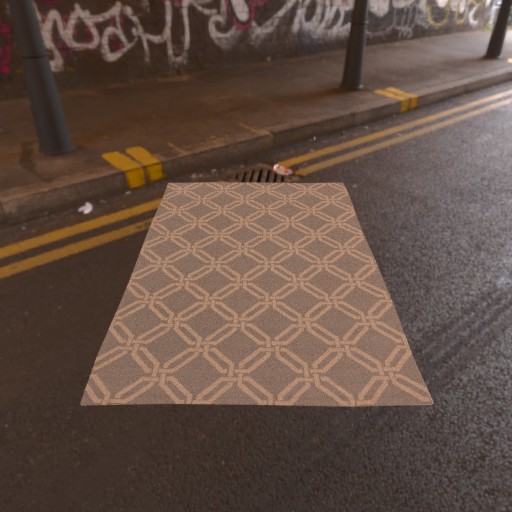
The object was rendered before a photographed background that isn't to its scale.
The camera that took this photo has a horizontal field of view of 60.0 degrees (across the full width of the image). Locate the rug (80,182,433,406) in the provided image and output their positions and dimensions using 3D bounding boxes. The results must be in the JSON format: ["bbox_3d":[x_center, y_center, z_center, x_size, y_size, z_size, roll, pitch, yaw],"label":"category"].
[{"bbox_3d":[0.000,0.000,2.150,1.148,0.010,1.754,0,33,0],"label":"rug"}]
